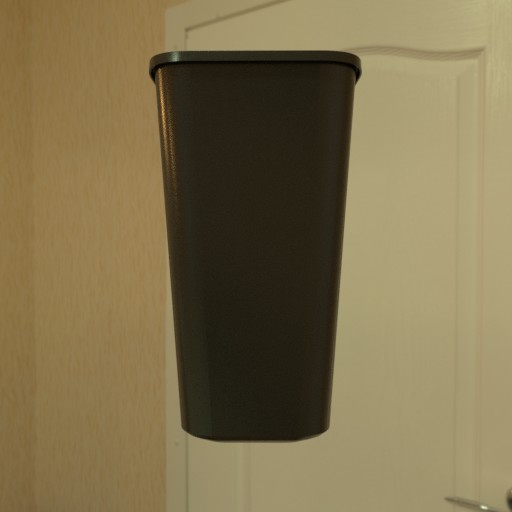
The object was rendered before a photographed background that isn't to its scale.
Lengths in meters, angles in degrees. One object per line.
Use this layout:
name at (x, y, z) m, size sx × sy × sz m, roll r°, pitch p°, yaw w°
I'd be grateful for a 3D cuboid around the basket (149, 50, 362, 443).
basket at (0.000, 0.000, 0.753) m, size 0.287 × 0.521 × 0.394 m, roll 0°, pitch 1°, yaw 0°
